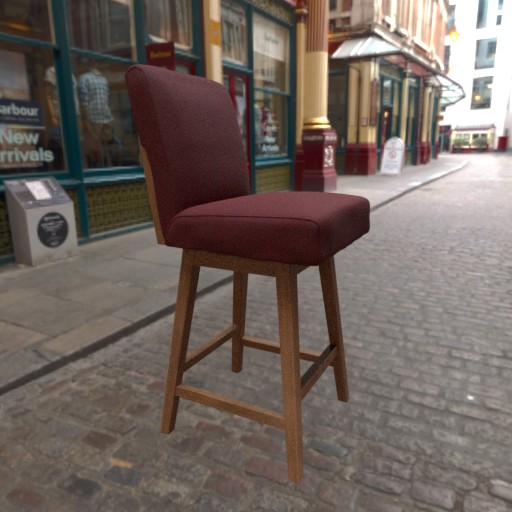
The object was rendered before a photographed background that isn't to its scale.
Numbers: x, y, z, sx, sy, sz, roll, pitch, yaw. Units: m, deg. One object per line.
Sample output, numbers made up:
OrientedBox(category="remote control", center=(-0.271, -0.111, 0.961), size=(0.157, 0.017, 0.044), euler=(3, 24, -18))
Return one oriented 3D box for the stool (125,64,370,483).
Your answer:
OrientedBox(category="stool", center=(0.000, 0.000, 1.297), size=(0.562, 1.038, 0.468), euler=(7, 16, 27))
